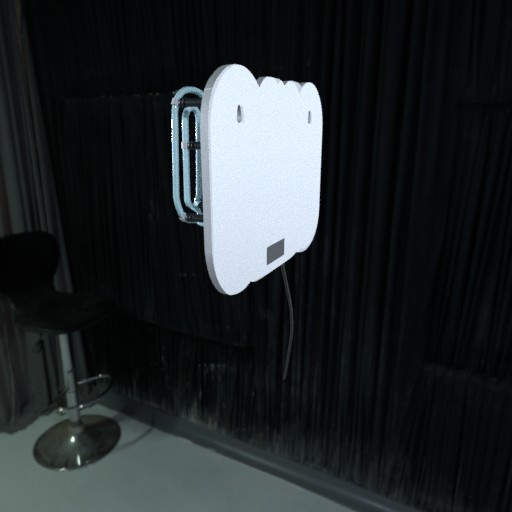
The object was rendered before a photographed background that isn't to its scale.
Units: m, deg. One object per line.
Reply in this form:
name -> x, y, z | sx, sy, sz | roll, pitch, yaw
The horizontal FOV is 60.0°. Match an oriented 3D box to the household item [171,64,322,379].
household item -> 0.000, 0.000, 0.389 | 0.042, 0.294, 0.211 | 8, 18, 25
